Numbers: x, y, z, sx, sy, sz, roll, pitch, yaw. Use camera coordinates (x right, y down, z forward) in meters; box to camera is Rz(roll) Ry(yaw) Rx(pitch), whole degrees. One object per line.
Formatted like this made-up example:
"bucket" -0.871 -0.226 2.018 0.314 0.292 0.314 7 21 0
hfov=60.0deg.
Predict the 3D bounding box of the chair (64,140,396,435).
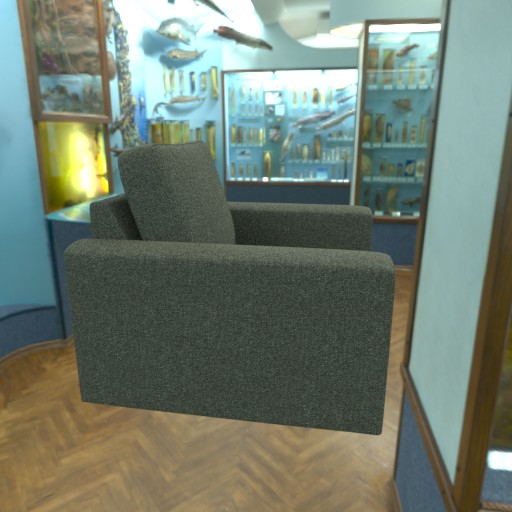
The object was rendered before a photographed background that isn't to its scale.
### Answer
"chair" 0.000 0.000 1.757 1.016 0.873 1.005 3 16 10
